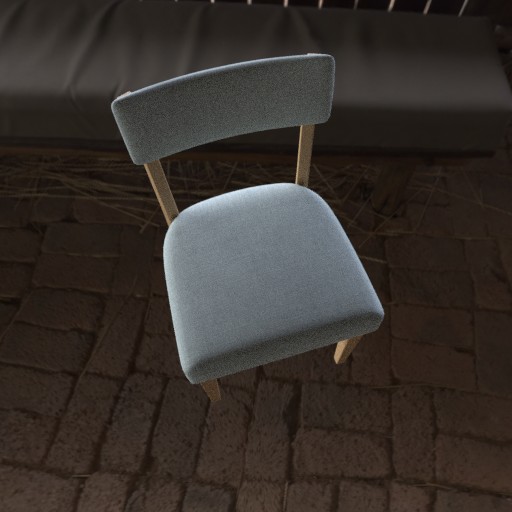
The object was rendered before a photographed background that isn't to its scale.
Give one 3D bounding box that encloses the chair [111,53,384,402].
[{"bbox_3d":[0.000,0.000,1.202,0.508,0.832,0.572,-15,65,-7],"label":"chair"}]
